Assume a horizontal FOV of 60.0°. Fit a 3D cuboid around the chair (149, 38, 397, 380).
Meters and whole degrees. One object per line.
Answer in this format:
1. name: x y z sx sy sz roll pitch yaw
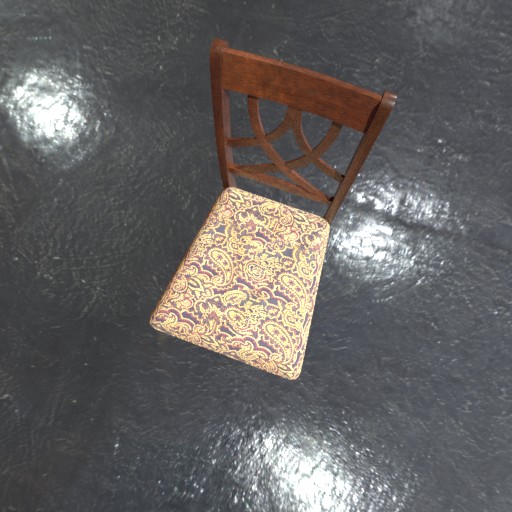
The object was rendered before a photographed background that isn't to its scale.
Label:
1. chair: 0.000 0.000 1.283 0.457 0.965 0.584 19 76 5
